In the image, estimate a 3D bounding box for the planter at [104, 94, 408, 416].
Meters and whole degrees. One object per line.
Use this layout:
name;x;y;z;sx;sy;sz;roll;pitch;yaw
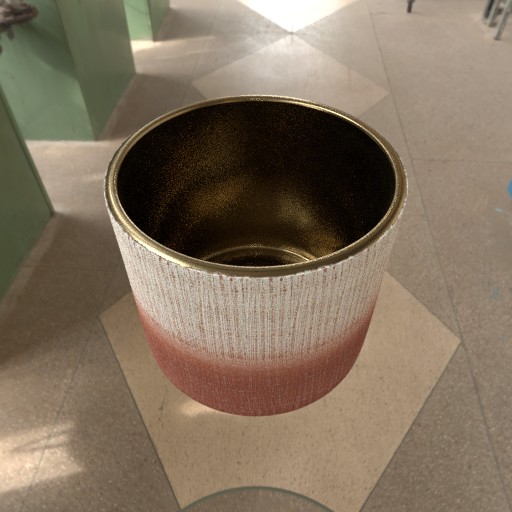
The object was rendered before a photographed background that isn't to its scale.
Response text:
planter;0.000;0.000;0.317;0.178;0.157;0.178;0;47;0
